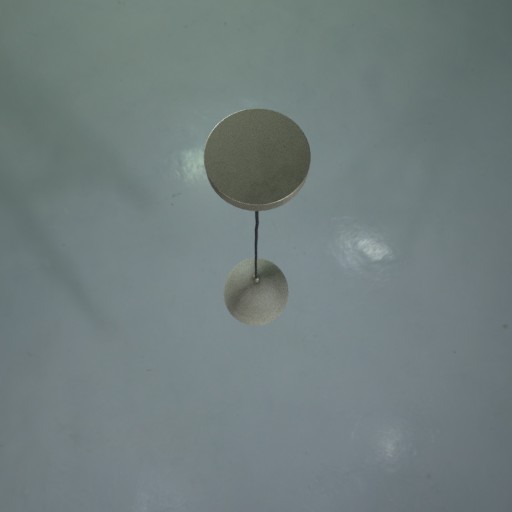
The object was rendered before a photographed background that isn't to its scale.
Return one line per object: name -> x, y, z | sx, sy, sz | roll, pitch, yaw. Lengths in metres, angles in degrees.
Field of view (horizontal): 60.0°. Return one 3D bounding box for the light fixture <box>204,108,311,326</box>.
light fixture -> 0.000, 0.000, 0.801 | 0.170, 0.759, 0.170 | -10, 75, -3
